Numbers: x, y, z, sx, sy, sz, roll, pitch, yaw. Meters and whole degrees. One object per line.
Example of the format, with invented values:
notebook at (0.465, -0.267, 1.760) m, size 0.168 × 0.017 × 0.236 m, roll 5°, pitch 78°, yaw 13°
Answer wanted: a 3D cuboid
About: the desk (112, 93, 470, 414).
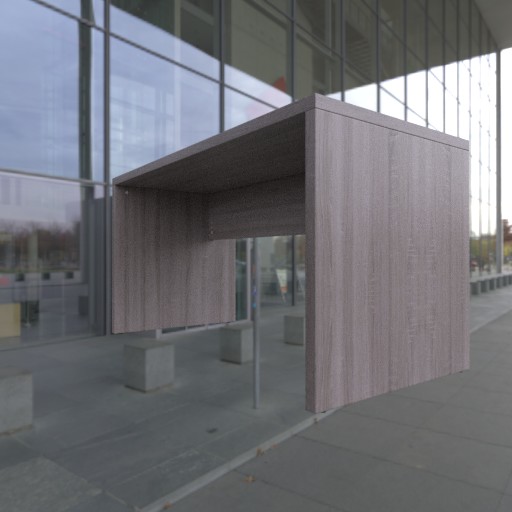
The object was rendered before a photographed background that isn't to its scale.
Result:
desk at (0.000, 0.000, 1.777) m, size 0.690 × 0.745 × 1.380 m, roll 0°, pitch 0°, yaw -37°
